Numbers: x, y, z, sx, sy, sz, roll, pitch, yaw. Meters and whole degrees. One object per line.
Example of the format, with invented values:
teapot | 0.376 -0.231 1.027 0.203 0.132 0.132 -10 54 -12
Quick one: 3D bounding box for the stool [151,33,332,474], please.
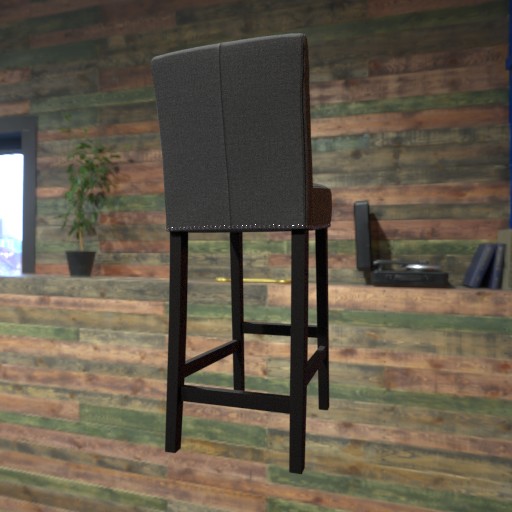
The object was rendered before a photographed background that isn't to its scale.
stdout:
stool | 0.000 0.000 1.319 0.411 1.047 0.548 0 0 19
